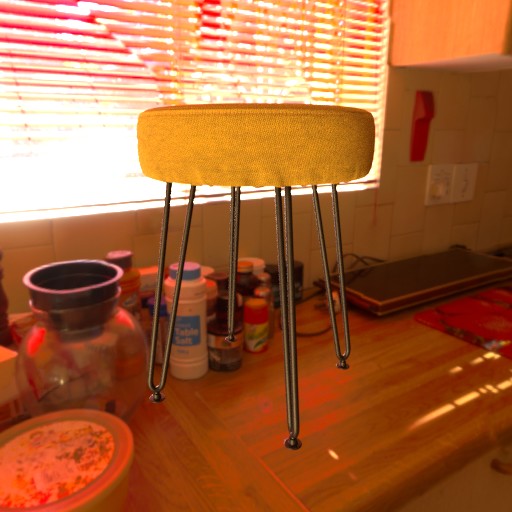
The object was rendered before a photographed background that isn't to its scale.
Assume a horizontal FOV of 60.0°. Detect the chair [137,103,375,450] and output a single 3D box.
[{"bbox_3d":[0.000,0.000,0.711,0.345,0.455,0.345,8,18,26],"label":"chair"}]
